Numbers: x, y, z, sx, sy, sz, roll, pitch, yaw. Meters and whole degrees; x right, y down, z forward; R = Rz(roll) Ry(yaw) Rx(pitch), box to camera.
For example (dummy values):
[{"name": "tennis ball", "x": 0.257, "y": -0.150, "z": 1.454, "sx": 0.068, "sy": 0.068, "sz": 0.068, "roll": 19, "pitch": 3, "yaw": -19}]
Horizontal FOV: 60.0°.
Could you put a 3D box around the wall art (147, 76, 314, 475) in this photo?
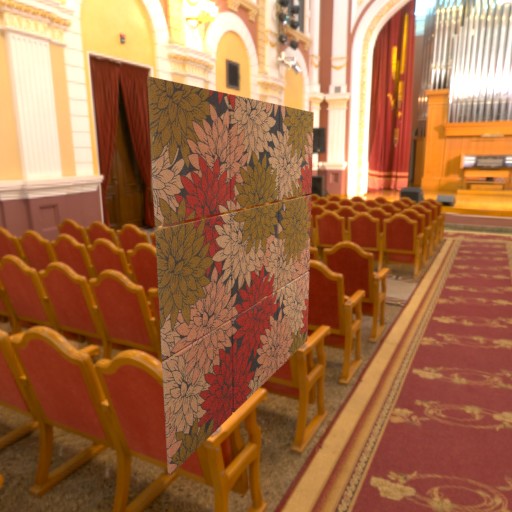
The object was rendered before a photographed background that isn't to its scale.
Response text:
[{"name": "wall art", "x": 0.000, "y": 0.000, "z": 2.298, "sx": 0.013, "sy": 1.534, "sz": 1.519, "roll": 7, "pitch": 15, "yaw": 27}]
